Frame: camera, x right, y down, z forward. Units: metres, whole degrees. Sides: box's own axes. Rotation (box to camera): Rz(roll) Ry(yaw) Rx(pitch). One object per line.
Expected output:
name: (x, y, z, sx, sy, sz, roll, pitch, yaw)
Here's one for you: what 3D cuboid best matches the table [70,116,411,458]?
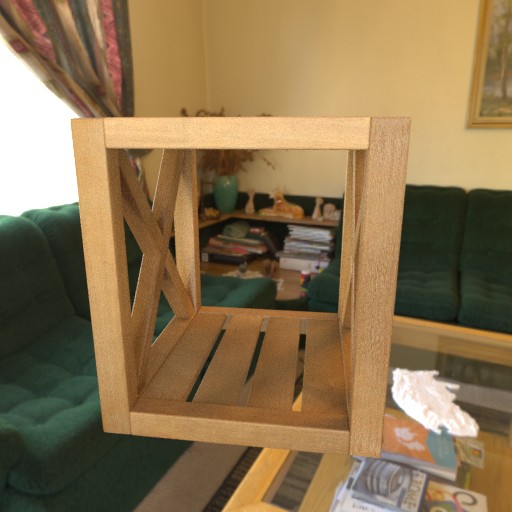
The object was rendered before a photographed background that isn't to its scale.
table: (0.000, 0.000, 1.044, 0.558, 0.610, 0.559, 2, 16, 8)
